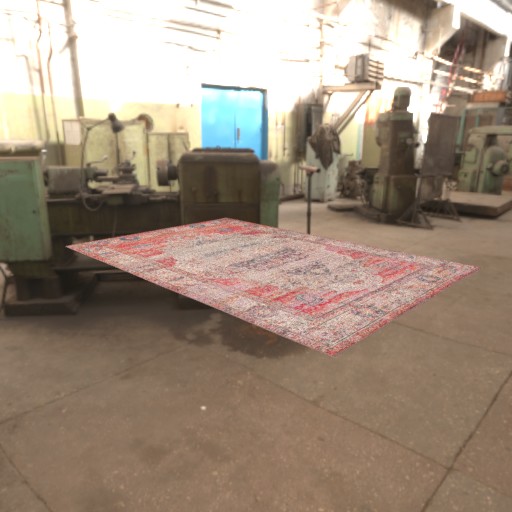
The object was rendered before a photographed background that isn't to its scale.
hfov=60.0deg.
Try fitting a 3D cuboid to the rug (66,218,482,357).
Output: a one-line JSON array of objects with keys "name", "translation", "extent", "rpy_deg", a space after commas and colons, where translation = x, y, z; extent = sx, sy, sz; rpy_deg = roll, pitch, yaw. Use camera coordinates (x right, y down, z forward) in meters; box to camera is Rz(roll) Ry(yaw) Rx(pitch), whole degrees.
[{"name": "rug", "translation": [0.000, 0.000, 2.304], "extent": [1.829, 0.006, 1.219], "rpy_deg": [15, 21, 43]}]
